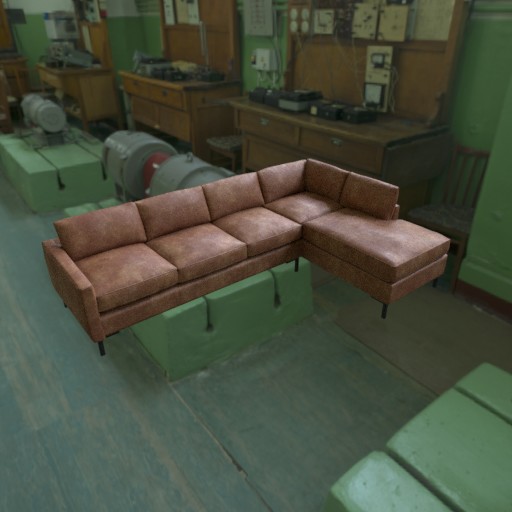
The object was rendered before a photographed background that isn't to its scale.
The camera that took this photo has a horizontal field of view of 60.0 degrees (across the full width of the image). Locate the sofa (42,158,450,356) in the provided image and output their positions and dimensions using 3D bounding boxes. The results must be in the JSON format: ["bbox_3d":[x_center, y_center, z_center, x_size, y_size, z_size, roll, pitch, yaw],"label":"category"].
[{"bbox_3d":[0.000,0.000,3.861,2.984,0.877,1.938,-21,35,-33],"label":"sofa"}]
